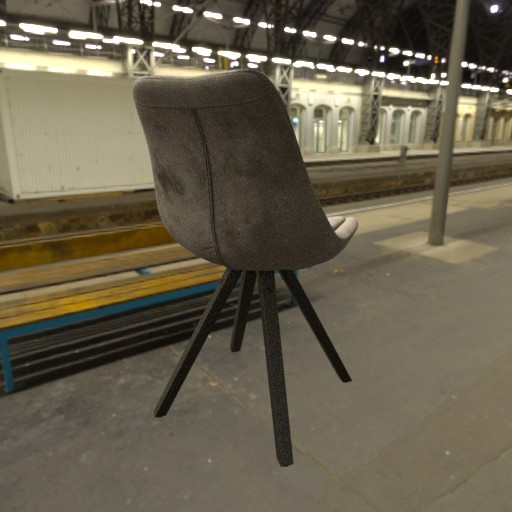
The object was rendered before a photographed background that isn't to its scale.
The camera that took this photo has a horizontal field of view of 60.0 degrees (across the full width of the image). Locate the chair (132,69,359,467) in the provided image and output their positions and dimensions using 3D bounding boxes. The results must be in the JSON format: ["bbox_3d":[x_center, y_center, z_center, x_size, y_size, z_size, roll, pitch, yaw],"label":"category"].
[{"bbox_3d":[0.000,0.000,1.173,0.485,0.850,0.550,9,18,28],"label":"chair"}]
